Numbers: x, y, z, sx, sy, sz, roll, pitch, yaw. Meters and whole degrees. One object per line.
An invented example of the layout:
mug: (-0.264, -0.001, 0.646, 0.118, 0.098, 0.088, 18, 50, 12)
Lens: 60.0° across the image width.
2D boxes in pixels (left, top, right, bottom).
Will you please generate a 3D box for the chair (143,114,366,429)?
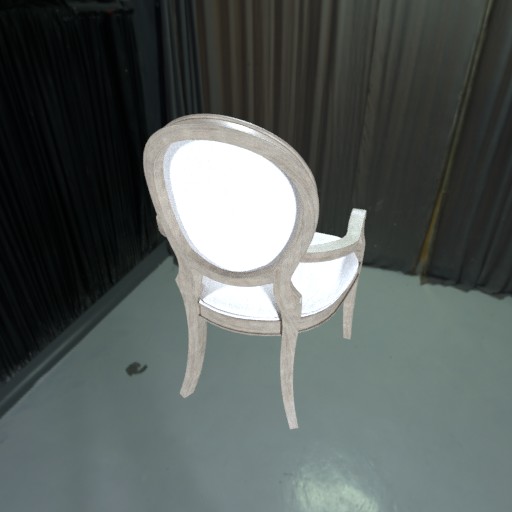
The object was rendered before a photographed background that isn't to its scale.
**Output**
chair: (0.000, 0.000, 1.379, 0.611, 0.991, 0.602, 10, 33, 16)
